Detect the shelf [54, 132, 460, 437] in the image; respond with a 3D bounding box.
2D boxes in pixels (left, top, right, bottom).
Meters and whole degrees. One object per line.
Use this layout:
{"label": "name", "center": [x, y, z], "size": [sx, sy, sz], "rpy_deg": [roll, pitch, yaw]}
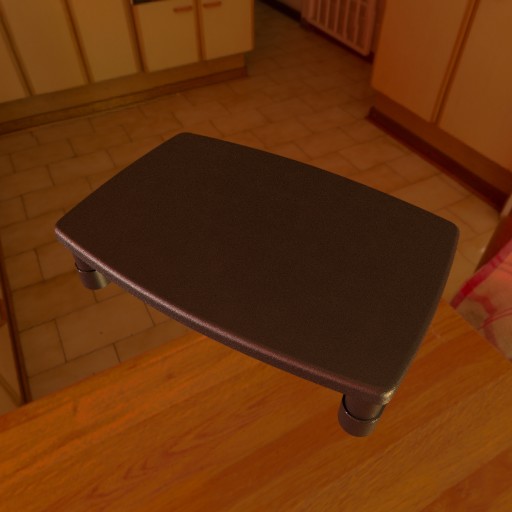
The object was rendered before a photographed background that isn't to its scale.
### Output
{"label": "shelf", "center": [0.000, 0.000, 0.528], "size": [0.410, 0.100, 0.280], "rpy_deg": [24, 50, 21]}
